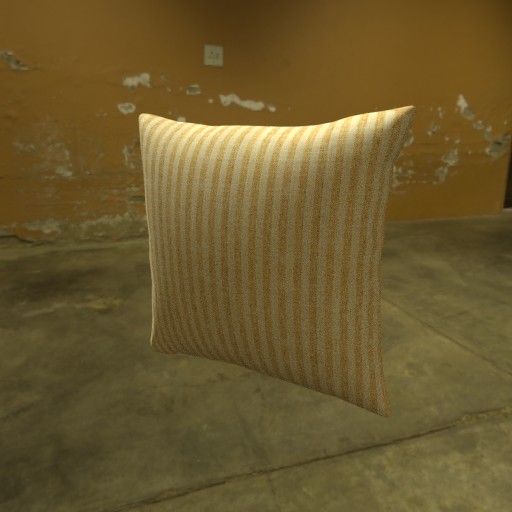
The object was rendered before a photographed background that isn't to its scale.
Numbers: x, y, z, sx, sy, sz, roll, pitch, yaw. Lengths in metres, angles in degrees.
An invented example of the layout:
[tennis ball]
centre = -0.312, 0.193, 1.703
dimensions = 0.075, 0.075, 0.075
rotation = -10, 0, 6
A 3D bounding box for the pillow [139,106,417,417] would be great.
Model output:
[pillow]
centre = 0.000, 0.000, 0.651
dimensions = 0.419, 0.407, 0.173
rotation = 8, 17, 26
